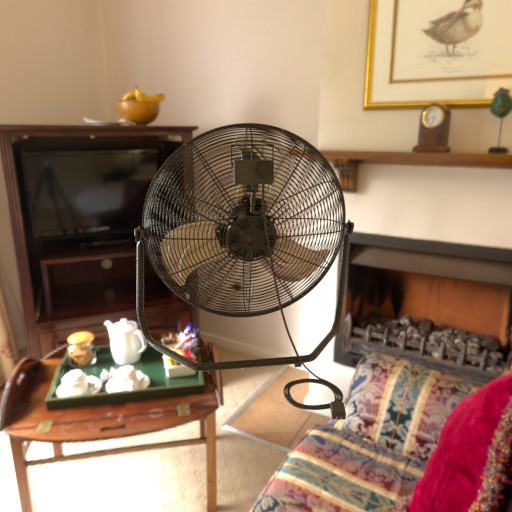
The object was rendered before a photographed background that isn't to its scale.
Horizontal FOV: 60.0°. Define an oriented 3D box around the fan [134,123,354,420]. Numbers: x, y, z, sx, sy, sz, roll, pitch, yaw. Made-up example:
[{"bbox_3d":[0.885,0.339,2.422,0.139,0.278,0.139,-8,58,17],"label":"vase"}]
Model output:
[{"bbox_3d":[0.000,0.000,0.940,0.555,0.546,0.424,-2,15,-9],"label":"fan"}]
